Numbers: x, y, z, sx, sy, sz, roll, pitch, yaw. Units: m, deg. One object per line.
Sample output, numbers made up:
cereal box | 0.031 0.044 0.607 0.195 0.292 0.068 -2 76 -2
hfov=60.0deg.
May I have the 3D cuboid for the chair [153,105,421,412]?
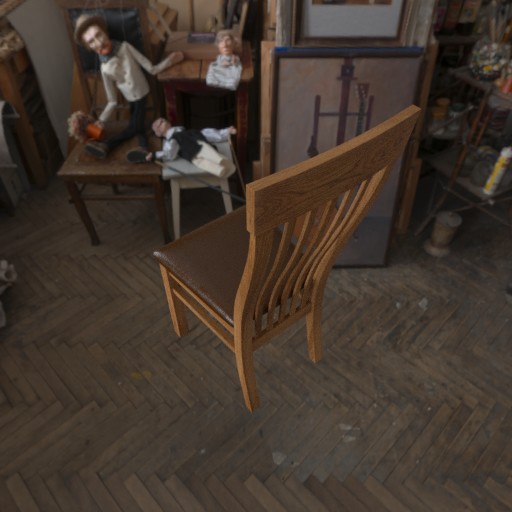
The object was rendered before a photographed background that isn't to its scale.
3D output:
chair | 0.000 0.000 1.362 0.450 1.050 0.580 -30 53 -26
